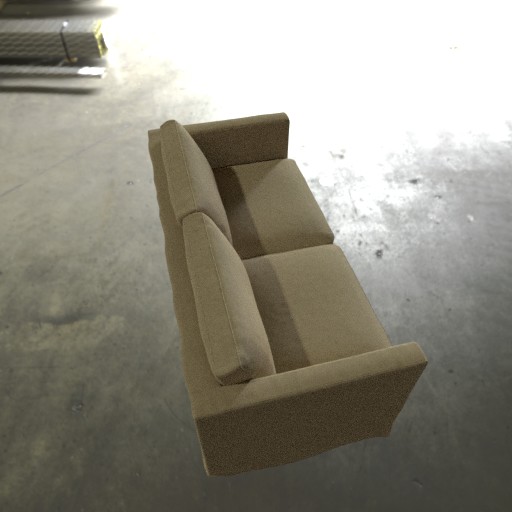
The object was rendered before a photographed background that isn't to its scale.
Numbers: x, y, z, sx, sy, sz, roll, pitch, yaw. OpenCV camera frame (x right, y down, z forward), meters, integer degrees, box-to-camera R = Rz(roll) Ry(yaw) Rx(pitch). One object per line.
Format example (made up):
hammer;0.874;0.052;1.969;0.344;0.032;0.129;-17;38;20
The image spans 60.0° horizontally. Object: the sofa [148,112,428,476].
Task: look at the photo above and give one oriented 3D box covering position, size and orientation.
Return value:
sofa;0.000;0.000;2.470;0.962;0.835;1.959;-11;48;-10
